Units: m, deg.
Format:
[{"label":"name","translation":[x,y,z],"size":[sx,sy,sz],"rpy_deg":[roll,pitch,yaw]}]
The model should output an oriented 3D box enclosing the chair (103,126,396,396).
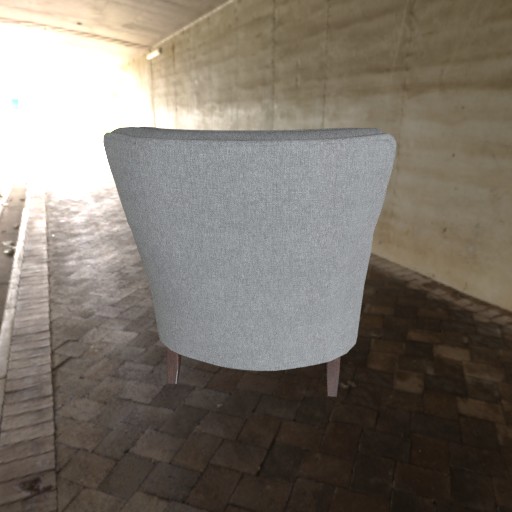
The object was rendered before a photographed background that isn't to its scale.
[{"label":"chair","translation":[0.000,0.000,1.599],"size":[0.820,0.920,0.910],"rpy_deg":[2,18,7]}]
